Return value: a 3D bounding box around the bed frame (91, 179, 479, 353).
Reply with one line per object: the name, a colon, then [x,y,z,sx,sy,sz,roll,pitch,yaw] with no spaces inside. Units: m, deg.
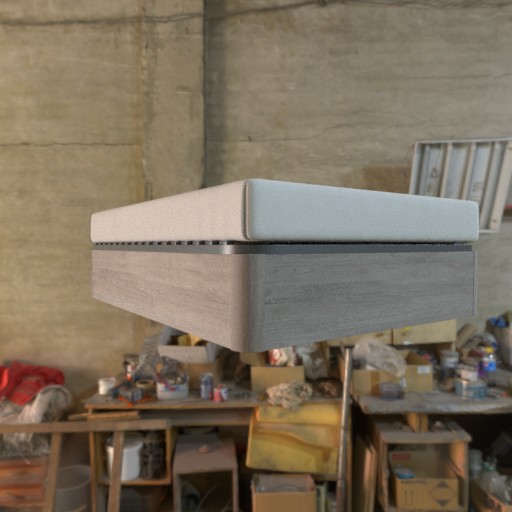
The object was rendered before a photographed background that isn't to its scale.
bed frame: [0.000,0.000,2.561,1.400,0.561,1.900,-1,2,-35]
